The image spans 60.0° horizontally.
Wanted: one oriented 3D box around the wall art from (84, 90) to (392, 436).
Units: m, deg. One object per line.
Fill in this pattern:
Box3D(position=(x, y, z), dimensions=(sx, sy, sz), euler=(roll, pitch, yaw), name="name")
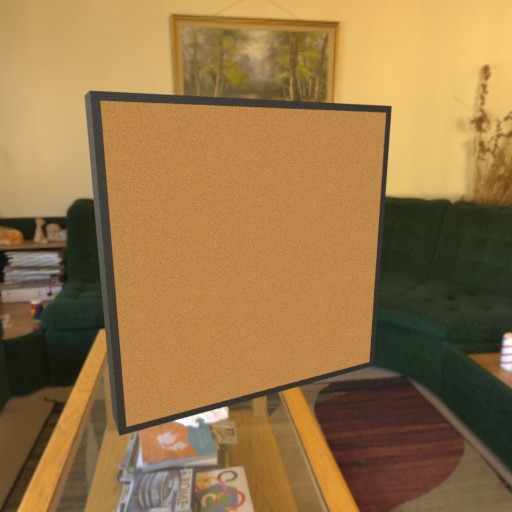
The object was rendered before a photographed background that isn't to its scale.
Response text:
Box3D(position=(0.000, 0.000, 0.459), dimensions=(0.304, 0.304, 0.038), euler=(-7, 16, -26), name="wall art")
